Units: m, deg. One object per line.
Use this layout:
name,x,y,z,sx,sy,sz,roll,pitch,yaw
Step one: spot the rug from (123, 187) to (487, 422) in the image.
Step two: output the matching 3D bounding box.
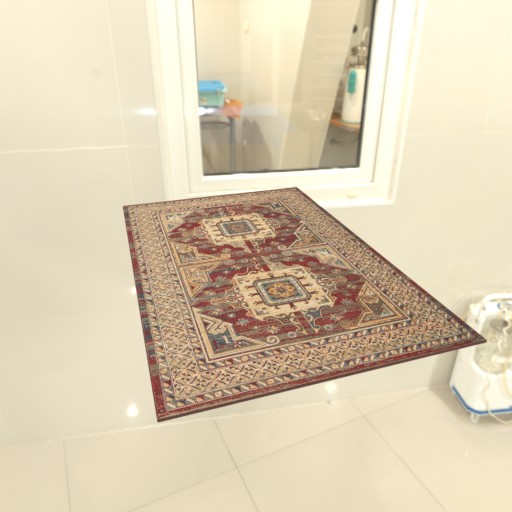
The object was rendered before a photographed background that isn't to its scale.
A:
rug,0.000,0.000,5.637,3.033,0.033,4.578,-9,29,-16
